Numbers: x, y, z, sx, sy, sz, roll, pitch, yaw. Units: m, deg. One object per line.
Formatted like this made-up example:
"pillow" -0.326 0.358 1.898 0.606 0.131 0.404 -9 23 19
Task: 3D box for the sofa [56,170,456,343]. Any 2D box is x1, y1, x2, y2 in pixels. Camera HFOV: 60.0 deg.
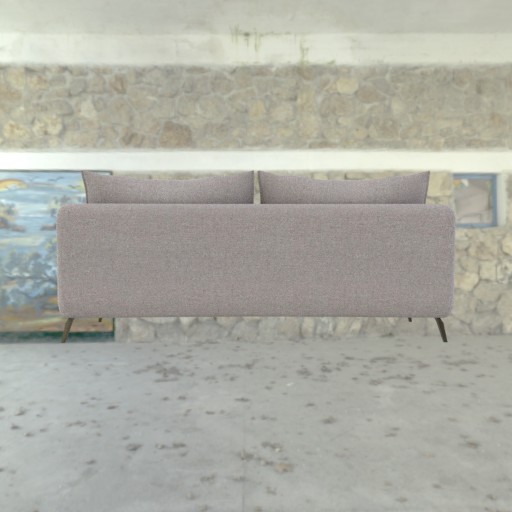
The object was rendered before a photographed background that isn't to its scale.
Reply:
"sofa" 0.000 0.000 2.465 2.022 0.833 0.809 0 0 0
